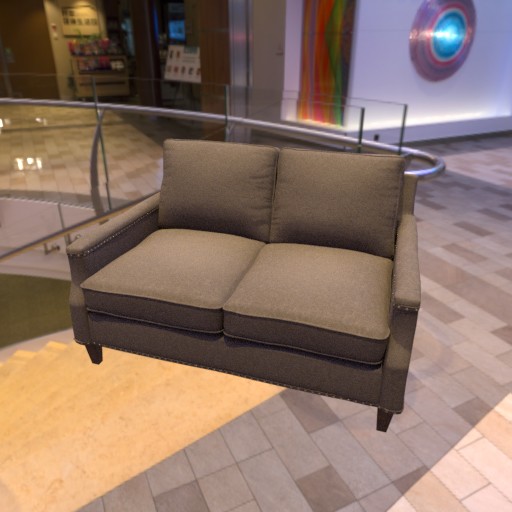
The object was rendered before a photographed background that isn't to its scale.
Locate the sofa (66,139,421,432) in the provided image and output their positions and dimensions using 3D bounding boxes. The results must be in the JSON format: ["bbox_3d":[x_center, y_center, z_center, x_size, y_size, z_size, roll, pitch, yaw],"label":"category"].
[{"bbox_3d":[0.000,0.000,2.302,1.597,1.003,1.084,8,27,16],"label":"sofa"}]
